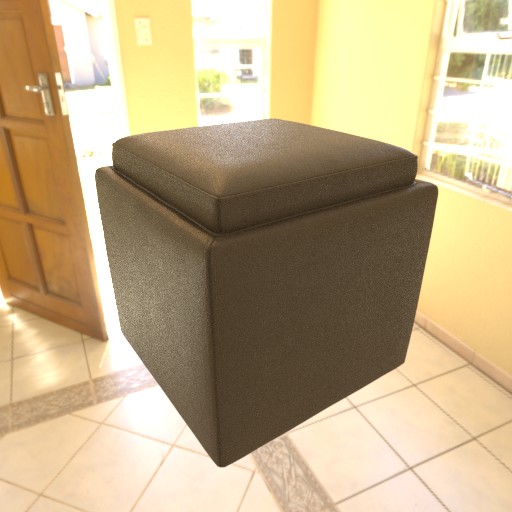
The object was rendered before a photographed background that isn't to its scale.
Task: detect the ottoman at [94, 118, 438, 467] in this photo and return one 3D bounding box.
[{"bbox_3d":[0.000,0.000,0.843,0.450,0.460,0.451,-17,31,-31],"label":"ottoman"}]
